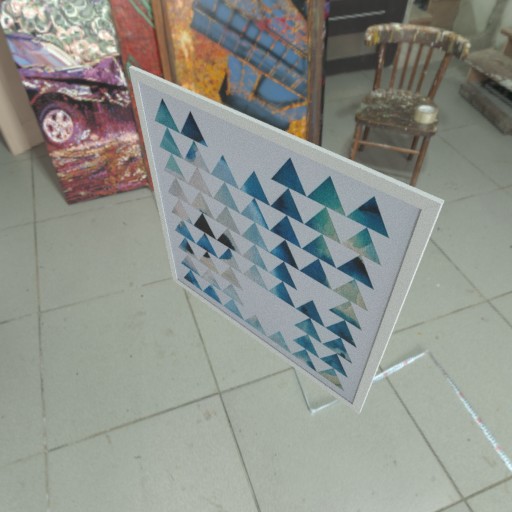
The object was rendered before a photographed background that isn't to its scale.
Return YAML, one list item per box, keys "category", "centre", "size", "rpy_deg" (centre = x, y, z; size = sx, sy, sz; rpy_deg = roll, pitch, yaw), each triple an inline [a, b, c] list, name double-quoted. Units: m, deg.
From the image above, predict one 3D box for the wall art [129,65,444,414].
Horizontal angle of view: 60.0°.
- category: "wall art"
  centre: [0.000, 0.000, 0.680]
  size: [0.456, 0.456, 0.007]
  rpy_deg: [31, 54, 26]
